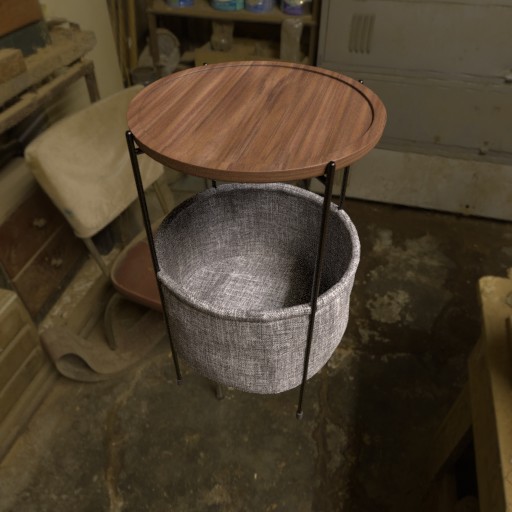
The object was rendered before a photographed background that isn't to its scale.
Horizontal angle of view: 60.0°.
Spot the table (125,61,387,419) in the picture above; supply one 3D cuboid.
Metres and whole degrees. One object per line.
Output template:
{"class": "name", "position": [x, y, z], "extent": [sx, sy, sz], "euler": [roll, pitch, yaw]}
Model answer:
{"class": "table", "position": [0.000, 0.000, 0.880], "extent": [0.400, 0.623, 0.400], "euler": [12, 43, 13]}
